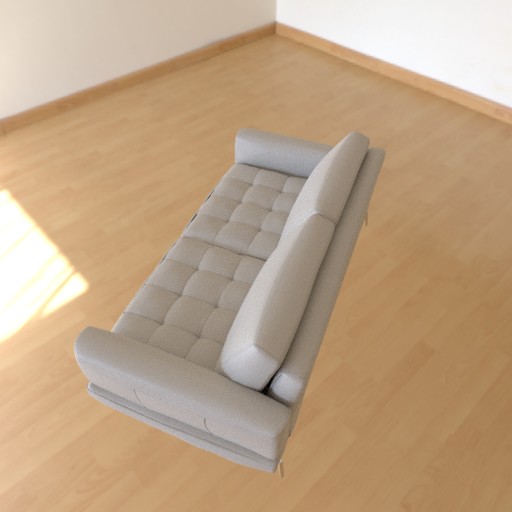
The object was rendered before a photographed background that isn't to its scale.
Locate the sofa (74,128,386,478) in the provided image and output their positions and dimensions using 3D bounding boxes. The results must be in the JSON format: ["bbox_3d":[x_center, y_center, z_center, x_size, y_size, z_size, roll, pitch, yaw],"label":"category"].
[{"bbox_3d":[0.000,0.000,2.707,1.121,0.930,2.177,16,49,15],"label":"sofa"}]
